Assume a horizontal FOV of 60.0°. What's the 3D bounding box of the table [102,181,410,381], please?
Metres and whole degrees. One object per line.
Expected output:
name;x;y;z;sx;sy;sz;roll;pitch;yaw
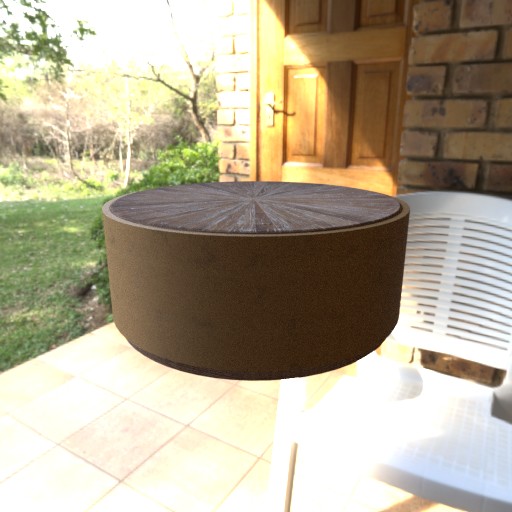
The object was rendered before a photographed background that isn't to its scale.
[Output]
table;0.000;0.000;1.574;1.001;0.409;1.001;0;17;0
